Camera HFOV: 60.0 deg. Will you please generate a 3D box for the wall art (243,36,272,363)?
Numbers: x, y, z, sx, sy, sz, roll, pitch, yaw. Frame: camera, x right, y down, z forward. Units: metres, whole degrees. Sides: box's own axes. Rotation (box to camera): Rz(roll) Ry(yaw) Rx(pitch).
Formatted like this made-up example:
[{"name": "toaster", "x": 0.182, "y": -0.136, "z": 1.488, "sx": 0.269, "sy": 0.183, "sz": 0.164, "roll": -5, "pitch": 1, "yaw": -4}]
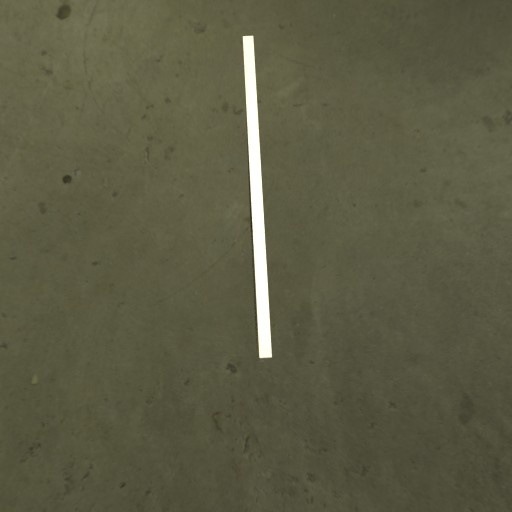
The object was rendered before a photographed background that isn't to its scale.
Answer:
[{"name": "wall art", "x": 0.000, "y": 0.000, "z": 0.822, "sx": 0.013, "sy": 0.683, "sz": 0.380, "roll": -3, "pitch": 76, "yaw": -1}]
